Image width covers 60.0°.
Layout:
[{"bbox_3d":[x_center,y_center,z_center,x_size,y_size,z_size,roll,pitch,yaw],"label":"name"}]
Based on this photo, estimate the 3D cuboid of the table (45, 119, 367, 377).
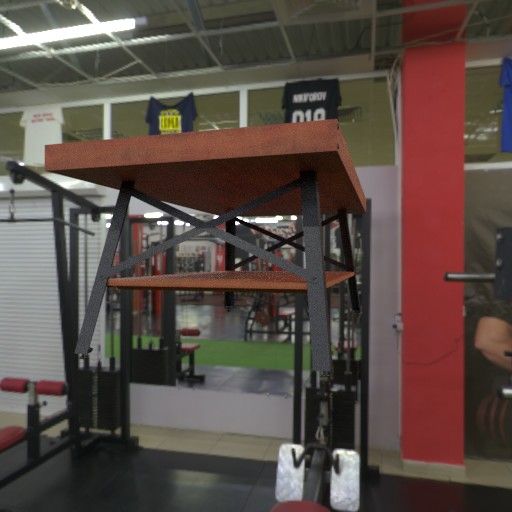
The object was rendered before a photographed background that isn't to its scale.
[{"bbox_3d":[0.000,0.000,1.350,0.610,0.457,1.067,0,-1,17],"label":"table"}]
